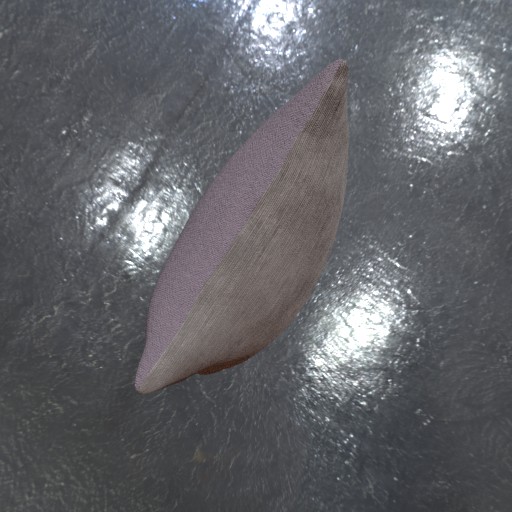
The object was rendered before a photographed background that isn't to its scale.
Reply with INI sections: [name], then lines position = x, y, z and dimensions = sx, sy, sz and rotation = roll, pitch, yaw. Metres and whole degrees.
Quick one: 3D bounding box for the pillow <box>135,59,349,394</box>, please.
[pillow]
position = 0.000, 0.000, 0.697
dimensions = 0.204, 0.439, 0.452
rotation = 30, 78, 7
